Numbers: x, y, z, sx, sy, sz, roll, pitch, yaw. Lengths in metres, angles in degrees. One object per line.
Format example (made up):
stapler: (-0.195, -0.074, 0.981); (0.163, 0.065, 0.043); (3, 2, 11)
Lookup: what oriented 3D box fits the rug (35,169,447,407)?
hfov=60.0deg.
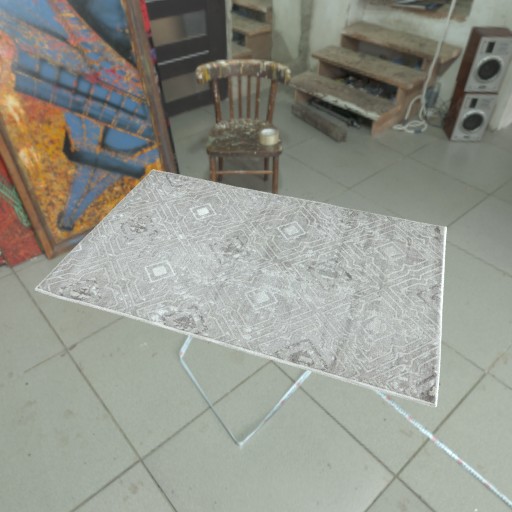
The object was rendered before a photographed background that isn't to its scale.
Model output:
rug: (0.000, 0.000, 3.036); (2.447, 0.036, 1.537); (13, 44, 14)
